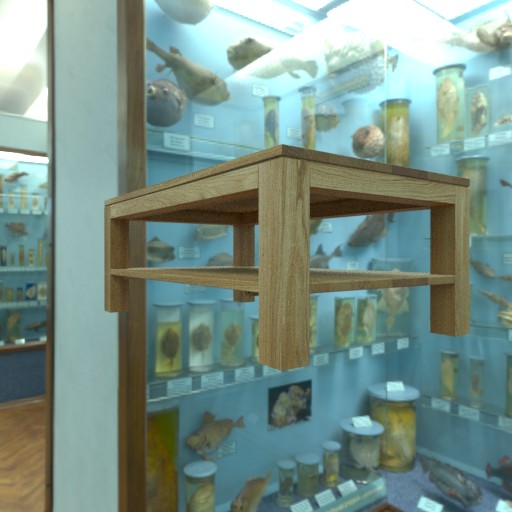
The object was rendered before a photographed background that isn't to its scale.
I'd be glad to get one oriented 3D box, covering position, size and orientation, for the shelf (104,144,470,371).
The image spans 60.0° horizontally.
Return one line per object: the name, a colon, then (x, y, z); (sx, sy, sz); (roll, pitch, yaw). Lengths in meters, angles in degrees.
shelf: (0.000, 0.000, 1.548); (0.700, 0.450, 1.150); (0, 0, -36)
